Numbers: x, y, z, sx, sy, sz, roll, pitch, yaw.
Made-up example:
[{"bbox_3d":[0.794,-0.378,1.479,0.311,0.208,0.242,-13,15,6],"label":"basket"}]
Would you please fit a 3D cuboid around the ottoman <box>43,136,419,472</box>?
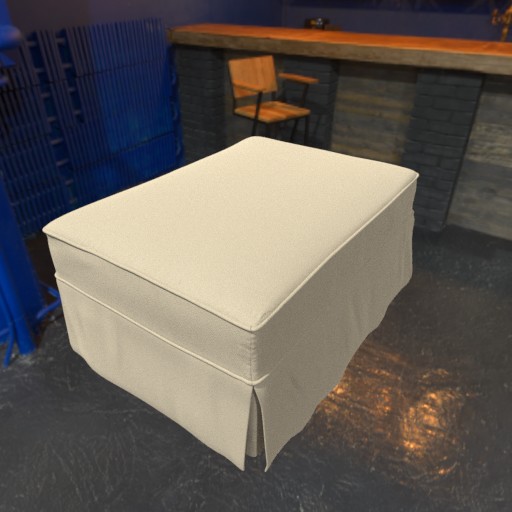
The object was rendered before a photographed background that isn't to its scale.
[{"bbox_3d":[0.000,0.000,1.329,0.721,0.482,0.959,21,38,29],"label":"ottoman"}]
